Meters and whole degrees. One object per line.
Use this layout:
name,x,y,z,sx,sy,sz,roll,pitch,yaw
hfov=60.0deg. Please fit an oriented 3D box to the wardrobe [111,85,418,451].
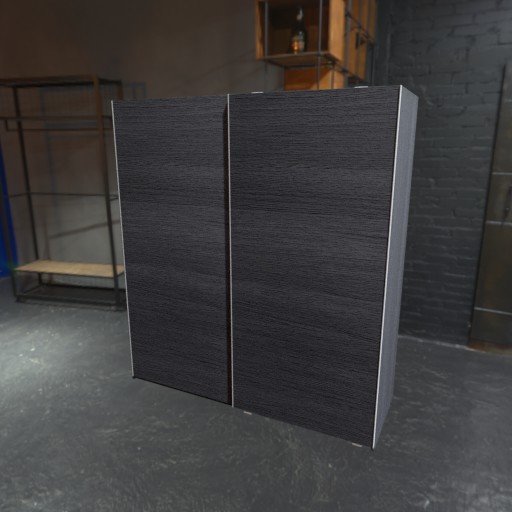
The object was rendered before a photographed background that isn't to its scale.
wardrobe,0.000,0.000,2.908,1.780,1.960,0.629,7,16,25
